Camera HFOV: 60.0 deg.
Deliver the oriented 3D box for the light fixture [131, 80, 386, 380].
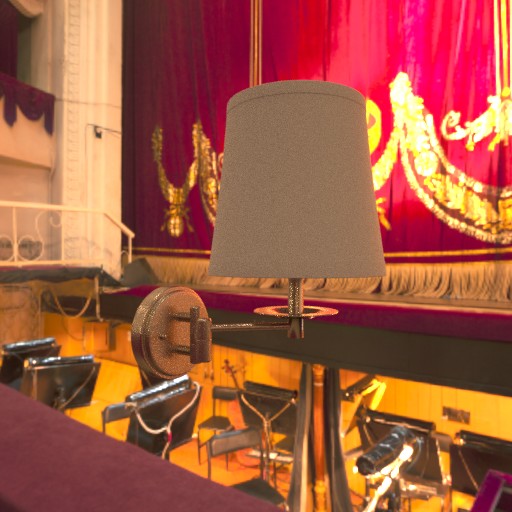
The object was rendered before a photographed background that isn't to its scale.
[{"bbox_3d":[0.000,0.000,0.604,0.348,0.381,0.223,0,-1,35],"label":"light fixture"}]
